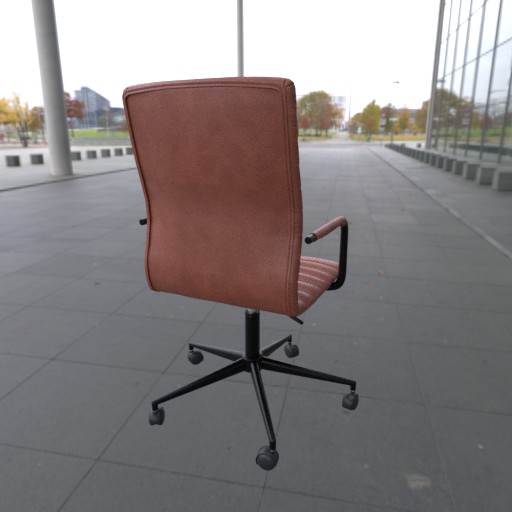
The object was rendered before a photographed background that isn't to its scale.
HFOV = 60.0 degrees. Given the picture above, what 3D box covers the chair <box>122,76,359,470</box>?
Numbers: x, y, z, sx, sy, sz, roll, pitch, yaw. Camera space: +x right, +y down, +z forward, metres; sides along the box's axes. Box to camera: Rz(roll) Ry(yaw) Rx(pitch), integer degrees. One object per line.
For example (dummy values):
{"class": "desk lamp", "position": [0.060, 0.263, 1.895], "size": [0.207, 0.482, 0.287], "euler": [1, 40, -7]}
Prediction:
{"class": "chair", "position": [0.000, 0.000, 1.246], "size": [0.600, 0.878, 0.578], "euler": [8, 17, 25]}
